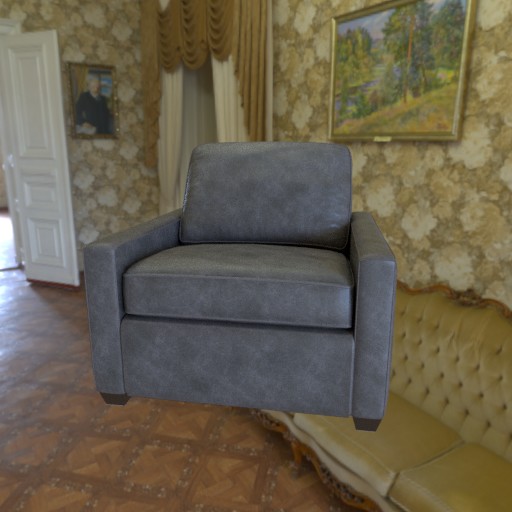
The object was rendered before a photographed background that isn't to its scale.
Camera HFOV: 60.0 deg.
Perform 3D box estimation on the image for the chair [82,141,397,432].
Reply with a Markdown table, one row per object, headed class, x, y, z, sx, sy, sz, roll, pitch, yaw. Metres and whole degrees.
| class | x | y | z | sx | sy | sz | roll | pitch | yaw |
| --- | --- | --- | --- | --- | --- | --- | --- | --- | --- |
| chair | 0.000 | 0.000 | 1.808 | 1.006 | 0.916 | 0.939 | 2 | 14 | 9 |
